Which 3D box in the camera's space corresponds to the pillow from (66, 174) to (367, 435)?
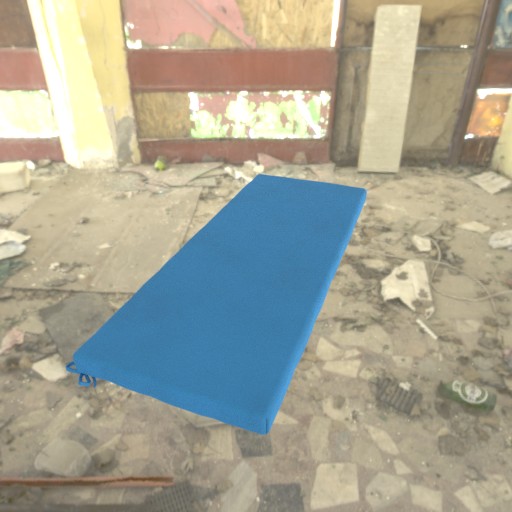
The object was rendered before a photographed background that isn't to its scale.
[{"bbox_3d":[0.000,0.000,1.354,0.492,0.081,1.187,12,34,18],"label":"pillow"}]
